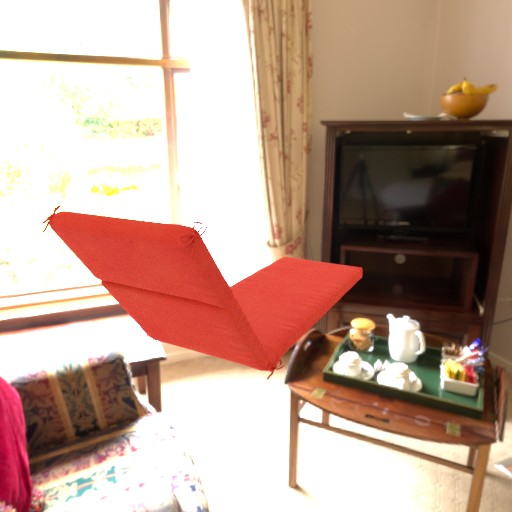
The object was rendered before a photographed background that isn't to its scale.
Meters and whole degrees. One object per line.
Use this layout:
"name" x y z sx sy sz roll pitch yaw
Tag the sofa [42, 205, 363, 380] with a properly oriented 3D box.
"sofa" 0.000 0.000 1.932 0.582 0.622 1.663 8 18 28
